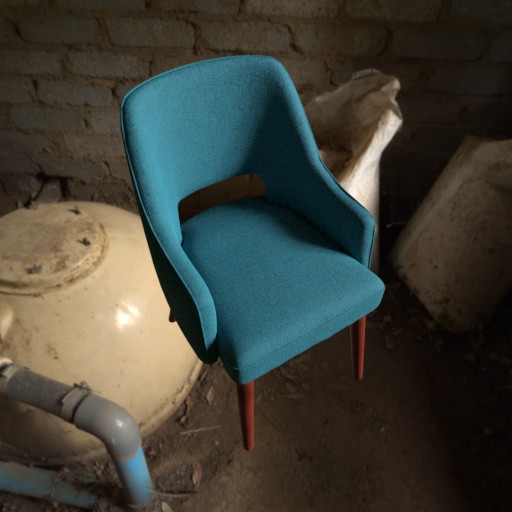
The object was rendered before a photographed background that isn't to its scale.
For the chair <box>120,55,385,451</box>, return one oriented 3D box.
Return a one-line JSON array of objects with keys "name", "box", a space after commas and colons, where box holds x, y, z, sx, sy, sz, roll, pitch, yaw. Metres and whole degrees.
[{"name": "chair", "box": [0.000, 0.000, 1.219, 0.548, 0.849, 0.605, -25, 51, -22]}]
